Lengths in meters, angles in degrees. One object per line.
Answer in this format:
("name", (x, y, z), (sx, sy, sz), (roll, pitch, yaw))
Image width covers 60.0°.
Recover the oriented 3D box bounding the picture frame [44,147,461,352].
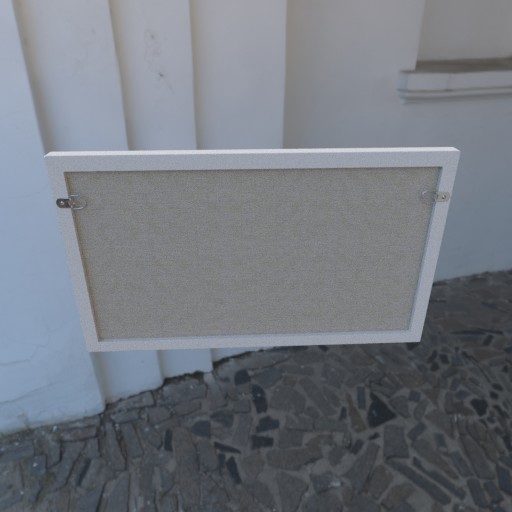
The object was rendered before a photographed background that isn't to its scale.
("picture frame", (0.000, 0.000, 0.791), (0.647, 0.379, 0.044), (-1, 27, -2))
